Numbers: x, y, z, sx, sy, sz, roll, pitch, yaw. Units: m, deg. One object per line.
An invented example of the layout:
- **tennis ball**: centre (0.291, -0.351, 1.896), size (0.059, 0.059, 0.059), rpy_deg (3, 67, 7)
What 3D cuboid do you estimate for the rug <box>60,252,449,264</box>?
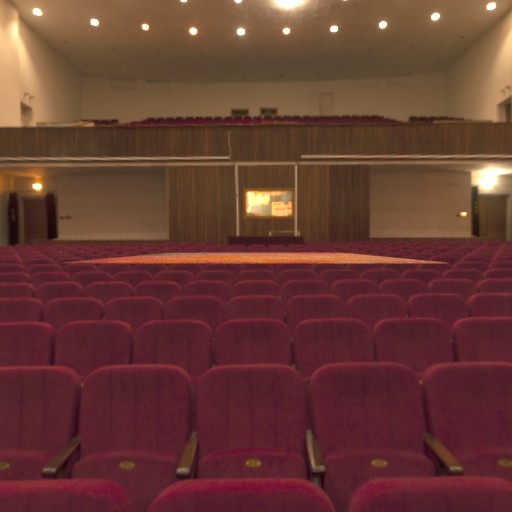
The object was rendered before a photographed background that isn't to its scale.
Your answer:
- **rug**: centre (0.000, 0.000, 3.721), size (2.007, 0.013, 2.896), rpy_deg (0, 1, 0)
